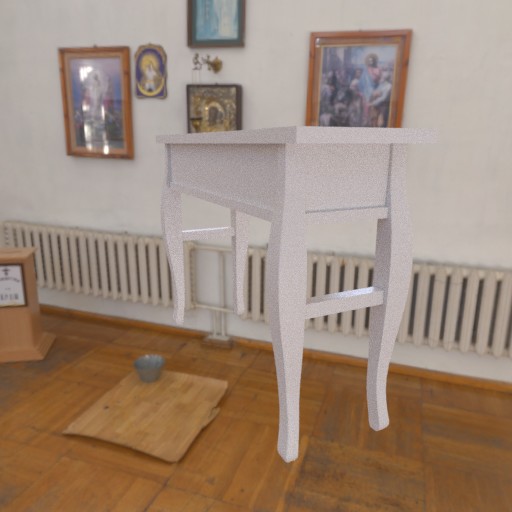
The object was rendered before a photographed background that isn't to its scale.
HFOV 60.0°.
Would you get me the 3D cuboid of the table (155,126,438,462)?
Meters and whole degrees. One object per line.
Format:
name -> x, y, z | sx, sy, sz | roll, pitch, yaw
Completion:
table -> 0.000, 0.000, 1.436 | 0.373, 0.768, 1.062 | -7, 16, -25
